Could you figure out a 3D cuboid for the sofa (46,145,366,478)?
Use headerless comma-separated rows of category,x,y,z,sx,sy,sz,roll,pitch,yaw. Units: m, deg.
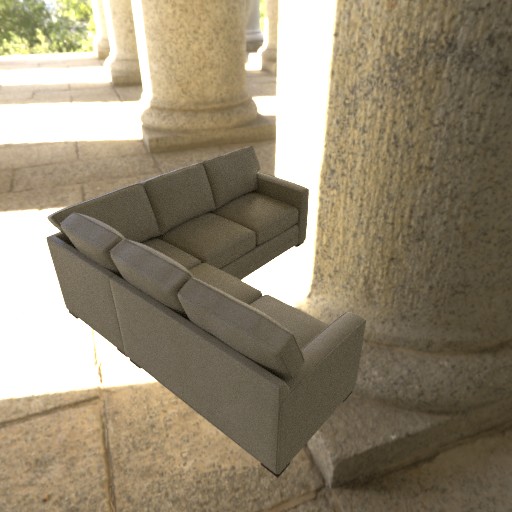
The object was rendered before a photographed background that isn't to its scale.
sofa,0.000,0.000,3.440,2.188,0.936,2.211,24,39,33
